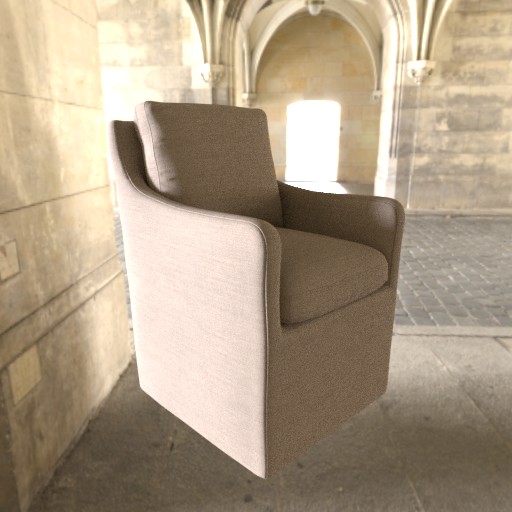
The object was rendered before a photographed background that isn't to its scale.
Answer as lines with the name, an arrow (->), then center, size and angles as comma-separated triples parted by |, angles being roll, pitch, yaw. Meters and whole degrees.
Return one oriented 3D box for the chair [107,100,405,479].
chair -> 0.000, 0.000, 1.373 | 0.626, 0.914, 0.694 | -14, 20, -42
